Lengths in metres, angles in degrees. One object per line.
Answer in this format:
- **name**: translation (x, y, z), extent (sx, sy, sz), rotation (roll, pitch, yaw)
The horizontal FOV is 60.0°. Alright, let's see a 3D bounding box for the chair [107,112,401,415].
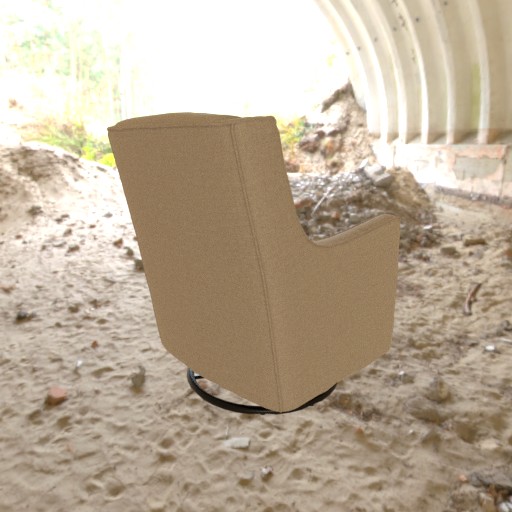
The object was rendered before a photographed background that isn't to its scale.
- **chair**: translation (0.000, 0.000, 1.662), extent (0.879, 0.993, 0.732), rotation (-13, 20, -43)
